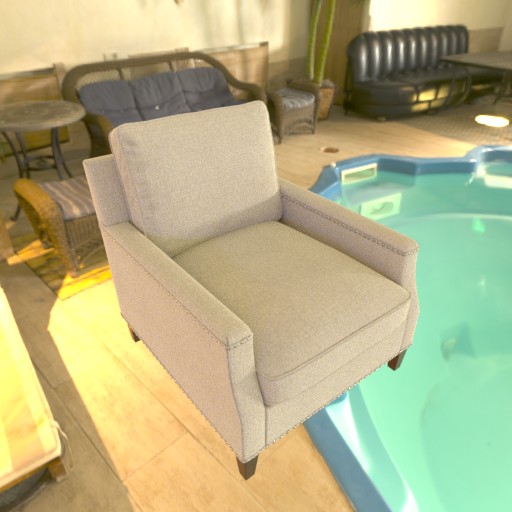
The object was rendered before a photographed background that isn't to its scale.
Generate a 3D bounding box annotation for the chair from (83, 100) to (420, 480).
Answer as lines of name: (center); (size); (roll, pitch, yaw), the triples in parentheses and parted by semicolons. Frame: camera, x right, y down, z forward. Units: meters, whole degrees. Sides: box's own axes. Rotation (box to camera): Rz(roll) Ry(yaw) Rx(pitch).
chair: (0.000, 0.000, 1.688); (0.853, 0.943, 1.014); (-22, 38, -32)
